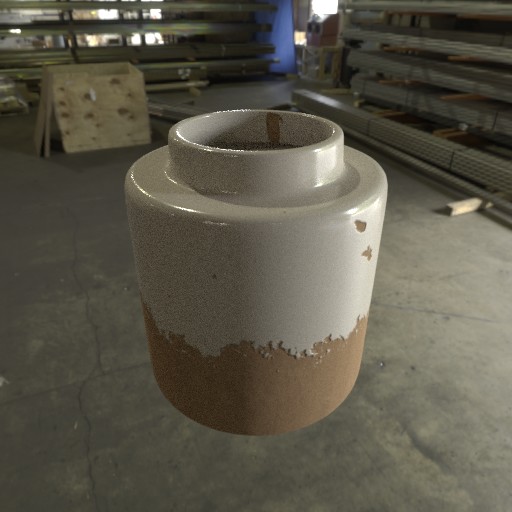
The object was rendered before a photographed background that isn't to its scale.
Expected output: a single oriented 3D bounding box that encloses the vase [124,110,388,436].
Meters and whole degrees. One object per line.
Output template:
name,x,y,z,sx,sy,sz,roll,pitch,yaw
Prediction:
vase,0.000,0.000,0.291,0.153,0.167,0.153,0,30,0
